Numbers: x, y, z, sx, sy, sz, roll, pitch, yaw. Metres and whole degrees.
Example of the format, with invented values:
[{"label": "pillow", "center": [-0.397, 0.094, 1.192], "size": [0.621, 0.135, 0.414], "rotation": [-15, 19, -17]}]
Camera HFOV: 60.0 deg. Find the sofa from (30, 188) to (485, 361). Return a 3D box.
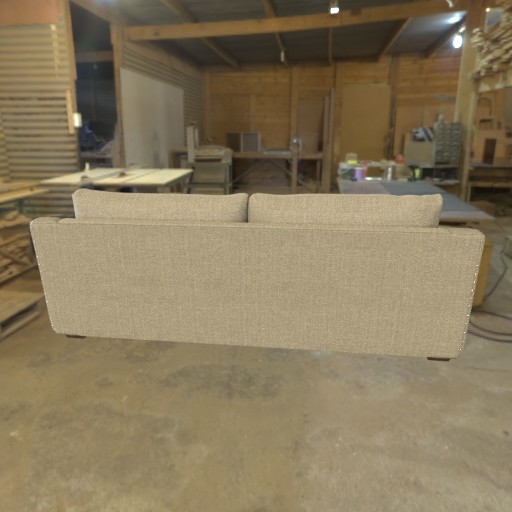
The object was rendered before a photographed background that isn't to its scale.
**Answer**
[{"label": "sofa", "center": [0.000, 0.000, 2.666], "size": [2.208, 0.857, 1.000], "rotation": [2, 16, 7]}]
